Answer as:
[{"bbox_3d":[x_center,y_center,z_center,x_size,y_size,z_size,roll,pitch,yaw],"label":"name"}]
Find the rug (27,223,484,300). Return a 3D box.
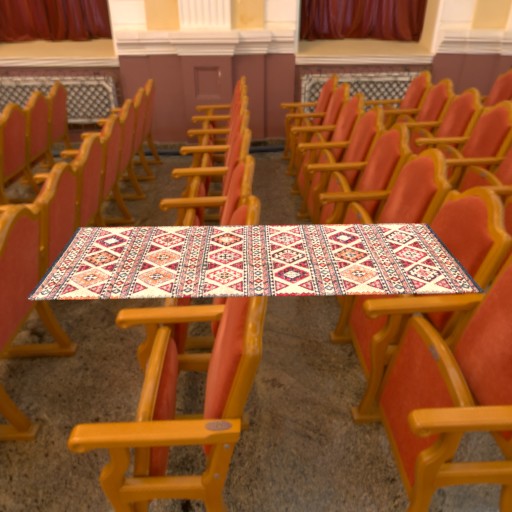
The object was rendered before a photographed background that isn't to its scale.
[{"bbox_3d":[0.000,0.000,2.638,2.362,0.008,0.832,-1,30,-1],"label":"rug"}]
